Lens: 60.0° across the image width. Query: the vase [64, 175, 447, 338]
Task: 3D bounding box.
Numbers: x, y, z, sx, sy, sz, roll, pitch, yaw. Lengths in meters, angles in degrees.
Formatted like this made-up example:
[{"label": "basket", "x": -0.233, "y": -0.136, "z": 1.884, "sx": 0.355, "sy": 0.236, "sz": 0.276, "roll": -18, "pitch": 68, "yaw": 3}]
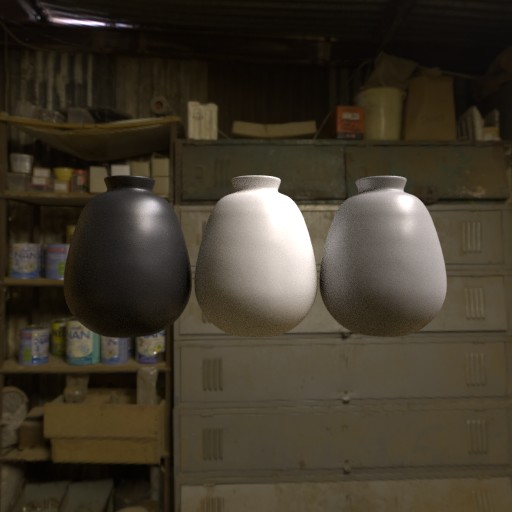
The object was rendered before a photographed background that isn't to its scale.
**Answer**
[{"label": "vase", "x": 0.000, "y": 0.000, "z": 0.354, "sx": 0.297, "sy": 0.122, "sz": 0.097, "roll": 0, "pitch": 0, "yaw": -1}]
